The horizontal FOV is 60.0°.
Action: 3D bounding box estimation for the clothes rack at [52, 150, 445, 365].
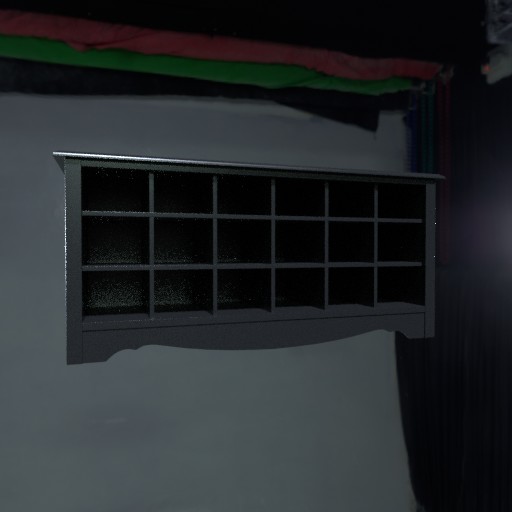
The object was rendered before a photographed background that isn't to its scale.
[{"bbox_3d":[0.000,0.000,1.510,1.219,0.556,0.406,0,1,-18],"label":"clothes rack"}]
